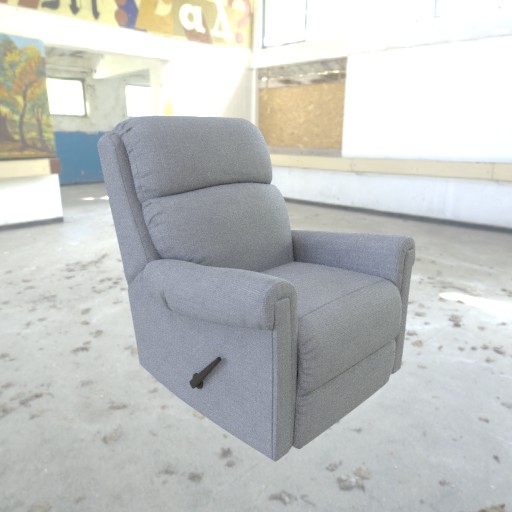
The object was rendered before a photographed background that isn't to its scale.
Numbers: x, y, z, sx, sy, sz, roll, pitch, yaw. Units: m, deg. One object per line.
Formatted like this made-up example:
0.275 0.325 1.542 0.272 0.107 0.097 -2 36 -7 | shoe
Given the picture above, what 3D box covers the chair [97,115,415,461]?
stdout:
0.000 0.000 1.730 0.838 1.054 1.014 -15 22 -43 | chair
